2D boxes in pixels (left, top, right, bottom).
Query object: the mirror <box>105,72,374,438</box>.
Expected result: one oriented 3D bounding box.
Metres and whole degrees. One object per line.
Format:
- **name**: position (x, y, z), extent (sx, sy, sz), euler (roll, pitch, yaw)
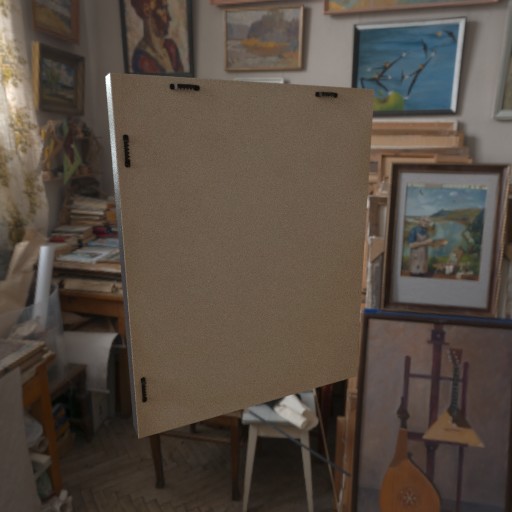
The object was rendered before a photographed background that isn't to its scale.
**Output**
- **mirror**: position (0.000, 0.000, 0.694), extent (0.405, 0.508, 0.041), euler (-7, 16, -25)
